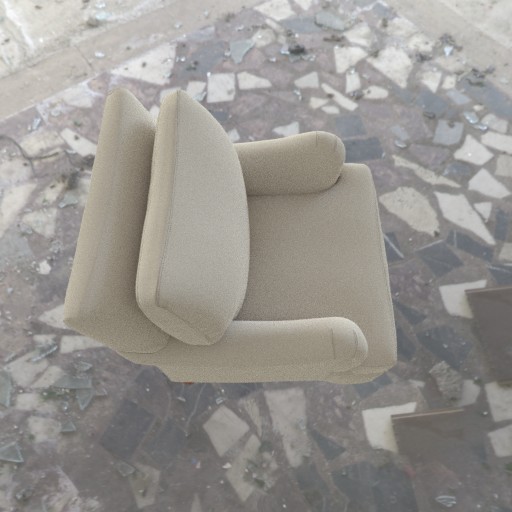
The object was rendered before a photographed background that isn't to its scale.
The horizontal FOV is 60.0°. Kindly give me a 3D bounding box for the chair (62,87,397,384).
[{"bbox_3d":[0.000,0.000,1.802,1.070,1.038,0.955,0,63,0],"label":"chair"}]
